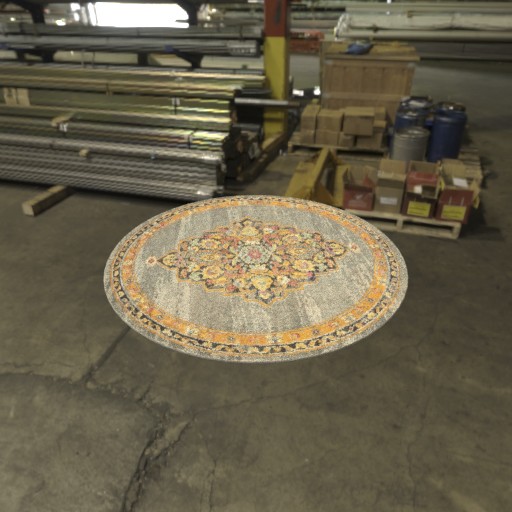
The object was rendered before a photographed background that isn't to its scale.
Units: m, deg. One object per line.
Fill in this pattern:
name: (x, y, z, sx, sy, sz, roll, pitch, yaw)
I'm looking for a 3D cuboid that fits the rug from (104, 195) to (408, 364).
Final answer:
rug: (0.000, 0.000, 2.421, 1.598, 0.010, 1.598, 0, 32, 0)
